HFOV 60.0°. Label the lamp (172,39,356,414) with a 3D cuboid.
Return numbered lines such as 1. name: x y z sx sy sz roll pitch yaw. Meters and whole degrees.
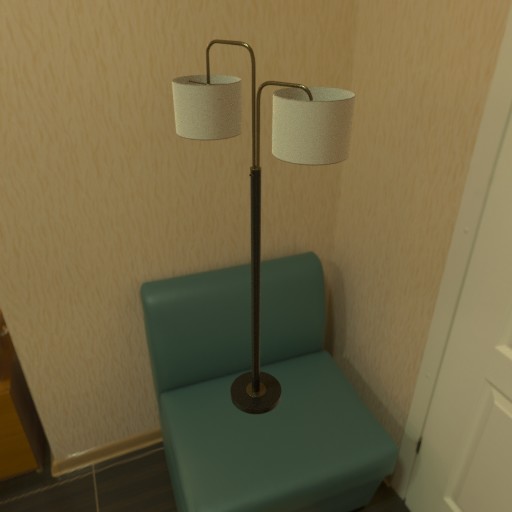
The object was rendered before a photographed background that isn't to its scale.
1. lamp: 0.000 0.000 1.821 0.711 1.587 0.254 21 36 33
